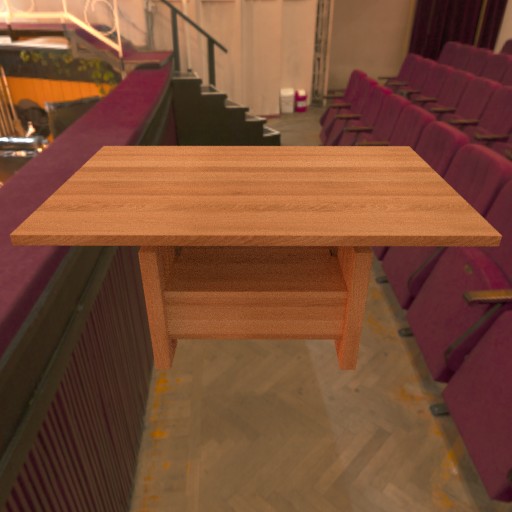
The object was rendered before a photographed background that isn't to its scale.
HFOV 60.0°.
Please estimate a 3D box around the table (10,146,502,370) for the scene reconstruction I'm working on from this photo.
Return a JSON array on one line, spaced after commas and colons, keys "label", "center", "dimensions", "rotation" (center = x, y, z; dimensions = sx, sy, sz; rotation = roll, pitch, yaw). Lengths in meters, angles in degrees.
[{"label": "table", "center": [0.000, 0.000, 1.419], "dimensions": [1.100, 0.510, 0.700], "rotation": [0, 30, 0]}]
